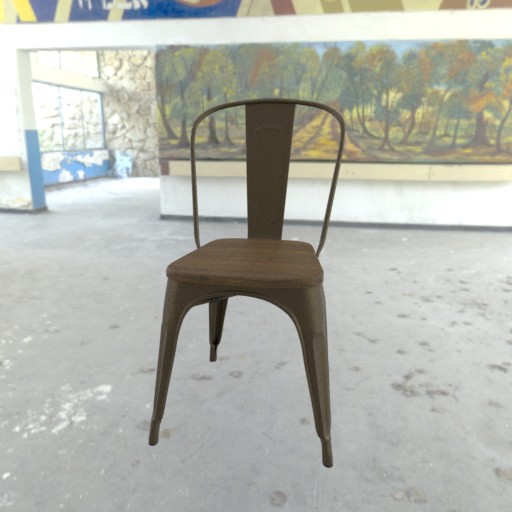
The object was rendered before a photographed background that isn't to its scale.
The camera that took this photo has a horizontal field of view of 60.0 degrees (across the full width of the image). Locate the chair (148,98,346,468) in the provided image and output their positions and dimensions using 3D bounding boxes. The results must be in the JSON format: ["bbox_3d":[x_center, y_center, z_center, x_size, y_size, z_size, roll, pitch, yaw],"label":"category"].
[{"bbox_3d":[0.000,0.000,1.194,0.451,0.844,0.532,3,15,10],"label":"chair"}]
